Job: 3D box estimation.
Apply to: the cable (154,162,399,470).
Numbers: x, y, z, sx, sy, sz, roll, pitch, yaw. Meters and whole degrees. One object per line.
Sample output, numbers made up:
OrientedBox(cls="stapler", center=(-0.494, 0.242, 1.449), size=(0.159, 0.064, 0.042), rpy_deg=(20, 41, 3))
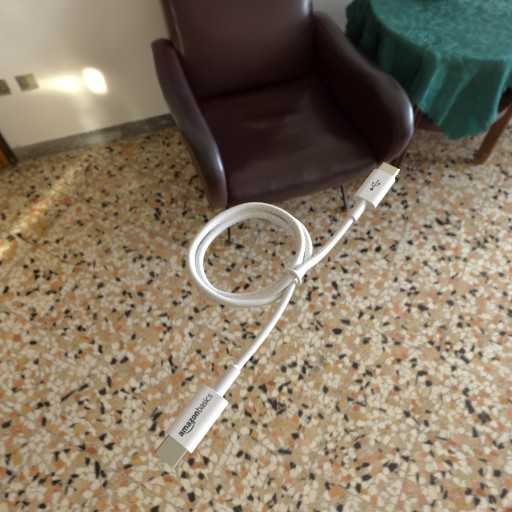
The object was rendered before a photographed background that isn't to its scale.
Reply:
OrientedBox(cls="cable", center=(0.000, 0.000, 0.232), size=(0.070, 0.014, 0.203), rpy_deg=(31, 63, 18))
